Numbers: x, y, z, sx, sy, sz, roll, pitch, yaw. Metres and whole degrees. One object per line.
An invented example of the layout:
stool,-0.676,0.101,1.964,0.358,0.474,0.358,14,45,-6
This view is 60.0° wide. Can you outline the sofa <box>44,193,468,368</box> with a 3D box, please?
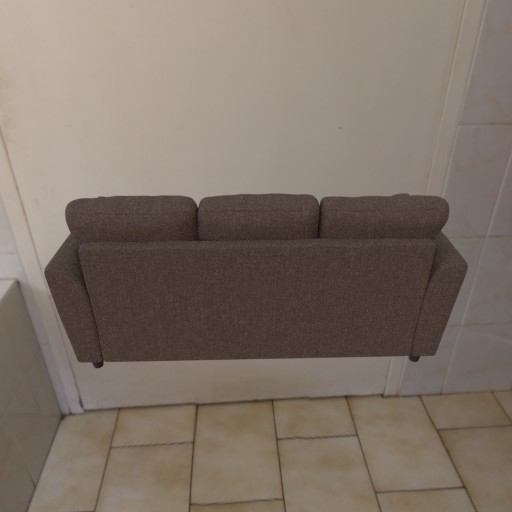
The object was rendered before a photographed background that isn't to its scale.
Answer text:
sofa,0.000,0.000,2.360,1.847,0.891,0.837,-1,30,-1
